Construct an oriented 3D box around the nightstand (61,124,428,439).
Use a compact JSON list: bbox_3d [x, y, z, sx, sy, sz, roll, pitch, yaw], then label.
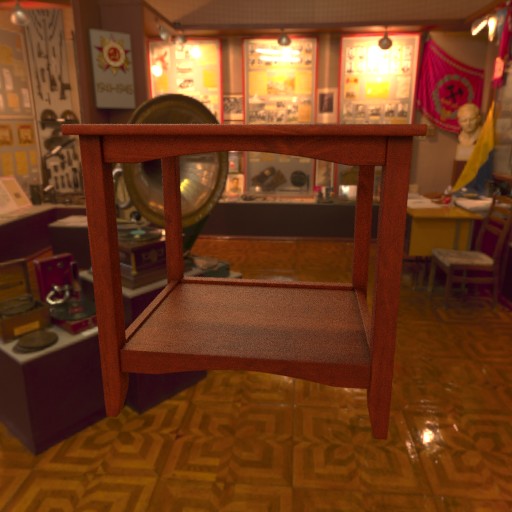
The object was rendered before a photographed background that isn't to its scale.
[{"bbox_3d":[0.000,0.000,0.982,0.558,0.558,0.501,2,17,7],"label":"nightstand"}]
